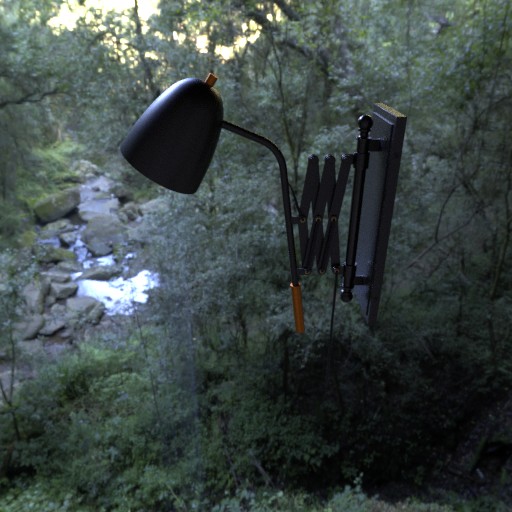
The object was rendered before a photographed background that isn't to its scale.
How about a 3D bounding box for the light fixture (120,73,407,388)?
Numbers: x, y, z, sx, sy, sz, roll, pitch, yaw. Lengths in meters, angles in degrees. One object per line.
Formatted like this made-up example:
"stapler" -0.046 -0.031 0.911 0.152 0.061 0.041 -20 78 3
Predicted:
"light fixture" 0.000 0.000 0.933 0.499 0.715 0.162 0 27 -1
